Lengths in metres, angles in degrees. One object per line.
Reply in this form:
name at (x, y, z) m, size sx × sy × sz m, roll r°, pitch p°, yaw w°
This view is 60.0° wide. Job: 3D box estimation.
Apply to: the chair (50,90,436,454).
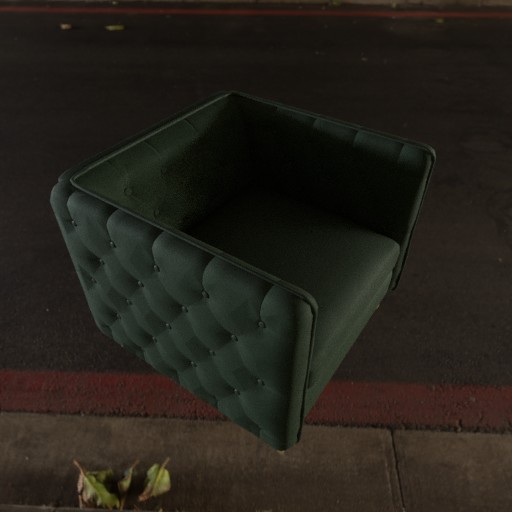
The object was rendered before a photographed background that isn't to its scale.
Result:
chair at (0.000, 0.000, 1.567) m, size 0.855 × 0.768 × 0.917 m, roll 25°, pitch 48°, yaw 25°
